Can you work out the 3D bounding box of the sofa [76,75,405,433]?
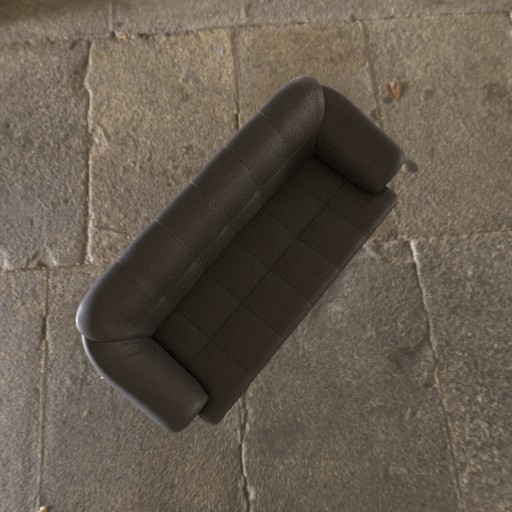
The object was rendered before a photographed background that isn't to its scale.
[{"bbox_3d":[0.000,0.000,2.337,0.800,0.811,1.829,39,79,9],"label":"sofa"}]
